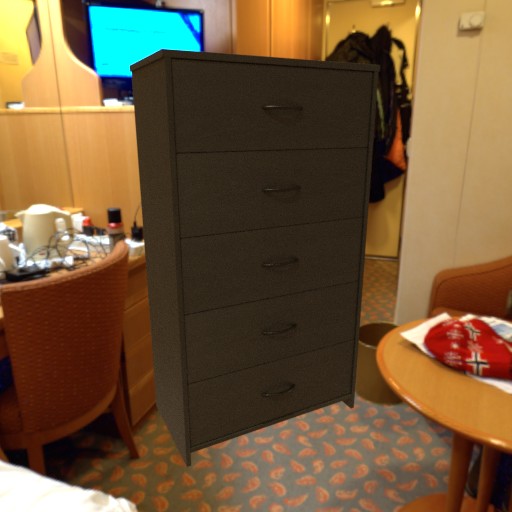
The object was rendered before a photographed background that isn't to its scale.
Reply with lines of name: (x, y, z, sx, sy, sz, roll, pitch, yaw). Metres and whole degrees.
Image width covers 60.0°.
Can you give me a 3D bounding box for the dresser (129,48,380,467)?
dresser: (0.000, 0.000, 1.574, 0.704, 1.255, 0.399, -8, 19, -26)
